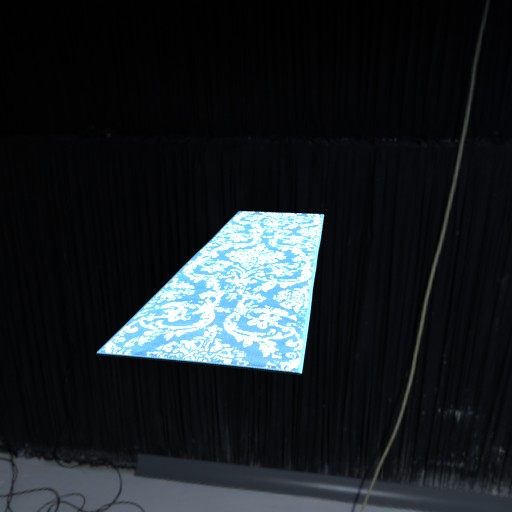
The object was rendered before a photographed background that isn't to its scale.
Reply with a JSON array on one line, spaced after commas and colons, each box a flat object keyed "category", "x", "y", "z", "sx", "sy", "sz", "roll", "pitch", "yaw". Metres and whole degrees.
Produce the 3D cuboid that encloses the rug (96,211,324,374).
[{"category": "rug", "x": 0.000, "y": 0.000, "z": 2.400, "sx": 0.662, "sy": 0.011, "sz": 2.196, "roll": 3, "pitch": 18, "yaw": 10}]
